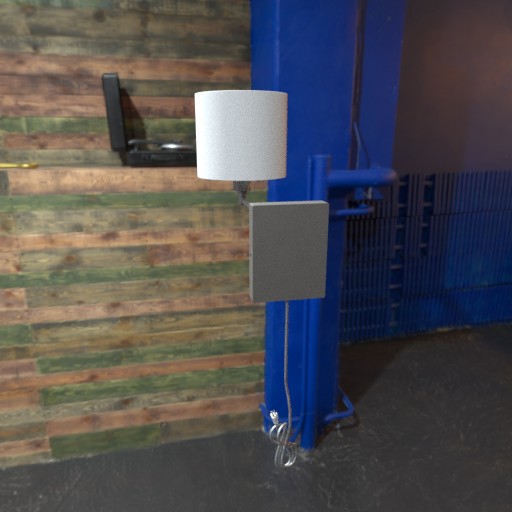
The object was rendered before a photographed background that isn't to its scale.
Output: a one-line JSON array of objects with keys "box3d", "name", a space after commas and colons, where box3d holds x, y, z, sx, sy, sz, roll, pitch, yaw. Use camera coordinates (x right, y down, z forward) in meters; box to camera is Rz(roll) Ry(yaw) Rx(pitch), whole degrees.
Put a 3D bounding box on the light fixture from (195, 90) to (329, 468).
[{"box3d": [0.000, 0.000, 0.914, 0.203, 0.651, 0.516, -3, 16, -11], "name": "light fixture"}]
